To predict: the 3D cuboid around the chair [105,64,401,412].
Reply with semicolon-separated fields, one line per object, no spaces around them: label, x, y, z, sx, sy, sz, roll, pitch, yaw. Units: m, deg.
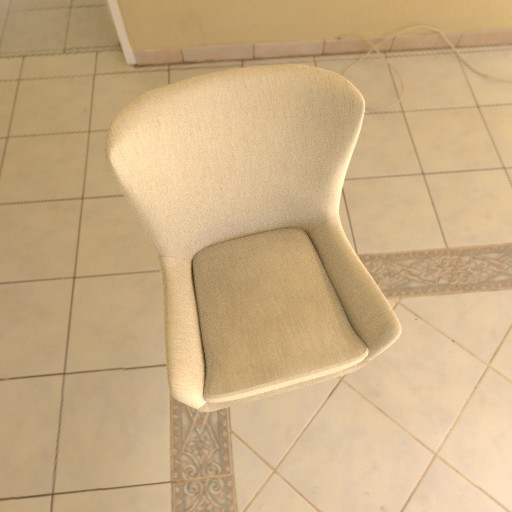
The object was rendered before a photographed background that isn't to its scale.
chair;0.000;0.000;1.636;0.779;1.000;0.904;-13;64;-7
